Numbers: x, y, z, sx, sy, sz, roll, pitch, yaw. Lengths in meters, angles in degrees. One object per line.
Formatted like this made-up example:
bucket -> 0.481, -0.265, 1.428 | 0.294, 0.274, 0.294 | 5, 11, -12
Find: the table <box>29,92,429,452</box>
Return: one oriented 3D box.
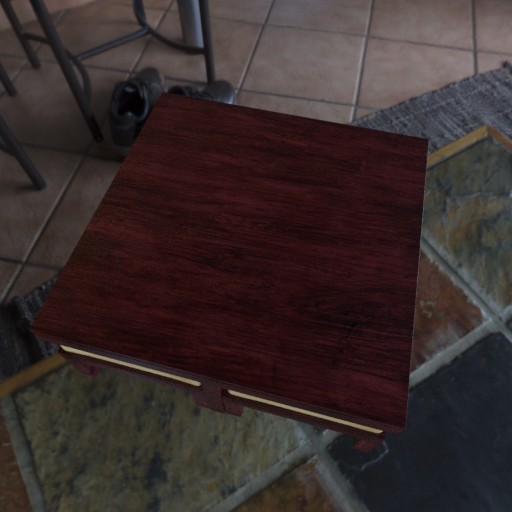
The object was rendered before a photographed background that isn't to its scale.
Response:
table -> 0.000, 0.000, 1.342 | 0.865, 0.356, 0.865 | 13, 59, 8
